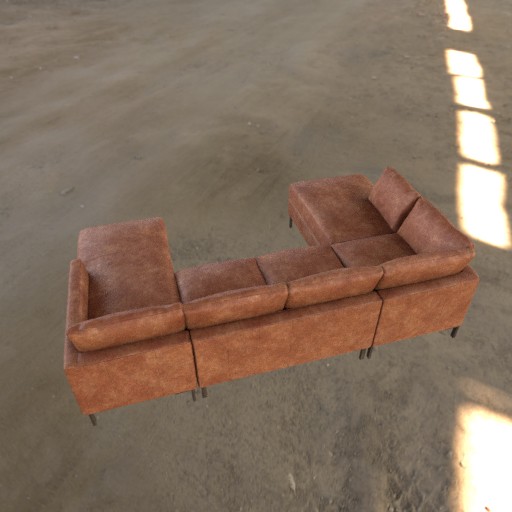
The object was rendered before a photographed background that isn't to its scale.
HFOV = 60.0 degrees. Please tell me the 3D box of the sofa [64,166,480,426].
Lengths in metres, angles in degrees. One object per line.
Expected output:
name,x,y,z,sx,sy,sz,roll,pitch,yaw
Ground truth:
sofa,0.000,0.000,3.780,2.956,0.900,1.939,-10,40,-12
